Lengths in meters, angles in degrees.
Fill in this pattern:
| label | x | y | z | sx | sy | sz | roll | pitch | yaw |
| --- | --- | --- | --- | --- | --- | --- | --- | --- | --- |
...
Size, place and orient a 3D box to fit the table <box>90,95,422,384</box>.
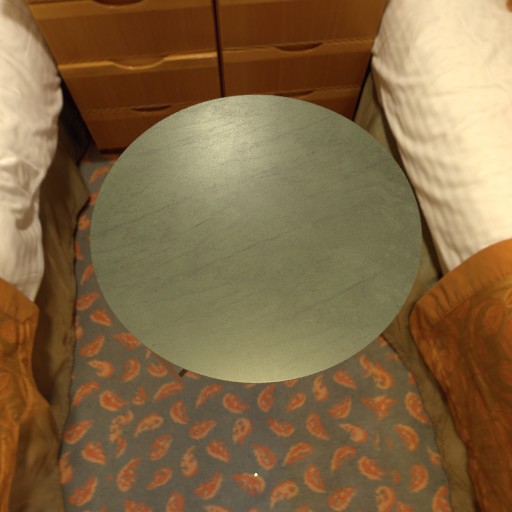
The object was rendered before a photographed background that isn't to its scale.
| label | x | y | z | sx | sy | sz | roll | pitch | yaw |
| --- | --- | --- | --- | --- | --- | --- | --- | --- | --- |
| table | 0.000 | 0.000 | 1.285 | 0.800 | 0.450 | 0.800 | 0 | 64 | 0 |
